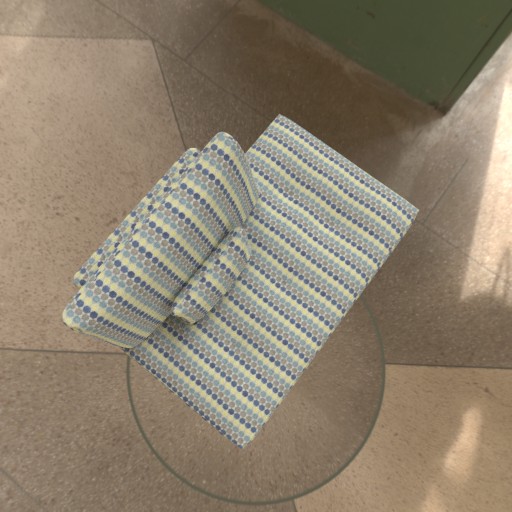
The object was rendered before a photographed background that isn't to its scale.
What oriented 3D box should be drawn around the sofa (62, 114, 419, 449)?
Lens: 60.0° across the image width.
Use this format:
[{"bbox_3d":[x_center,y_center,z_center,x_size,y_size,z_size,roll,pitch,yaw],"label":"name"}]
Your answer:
[{"bbox_3d":[0.000,0.000,2.054,1.000,0.820,1.450,37,79,8],"label":"sofa"}]
